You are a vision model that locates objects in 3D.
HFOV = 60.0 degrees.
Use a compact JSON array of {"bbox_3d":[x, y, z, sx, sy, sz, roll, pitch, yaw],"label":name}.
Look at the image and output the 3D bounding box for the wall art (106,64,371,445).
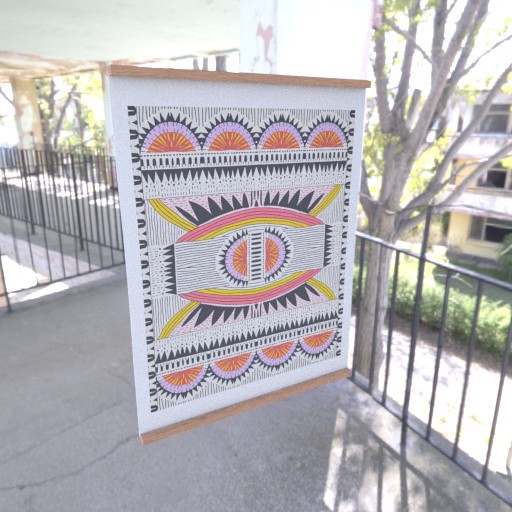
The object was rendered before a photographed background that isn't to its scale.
[{"bbox_3d":[0.000,0.000,0.692,0.403,0.527,0.028,-9,19,-28],"label":"wall art"}]
